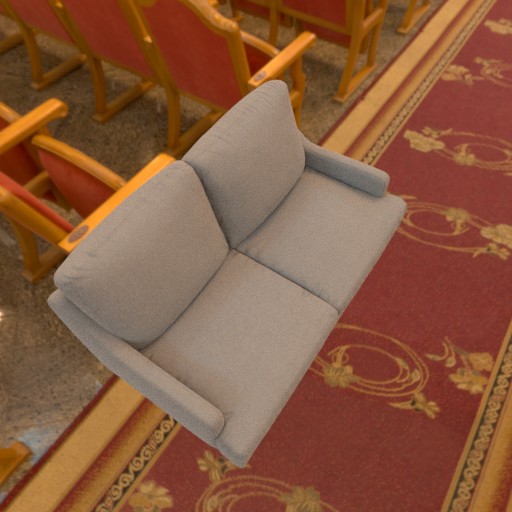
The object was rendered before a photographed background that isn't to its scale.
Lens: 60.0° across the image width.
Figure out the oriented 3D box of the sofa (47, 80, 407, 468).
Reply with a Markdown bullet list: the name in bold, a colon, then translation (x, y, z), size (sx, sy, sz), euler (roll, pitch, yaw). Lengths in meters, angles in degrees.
- **sofa**: translation (0.000, 0.000, 2.170), size (0.987, 0.921, 1.589), euler (30, 61, 18)
